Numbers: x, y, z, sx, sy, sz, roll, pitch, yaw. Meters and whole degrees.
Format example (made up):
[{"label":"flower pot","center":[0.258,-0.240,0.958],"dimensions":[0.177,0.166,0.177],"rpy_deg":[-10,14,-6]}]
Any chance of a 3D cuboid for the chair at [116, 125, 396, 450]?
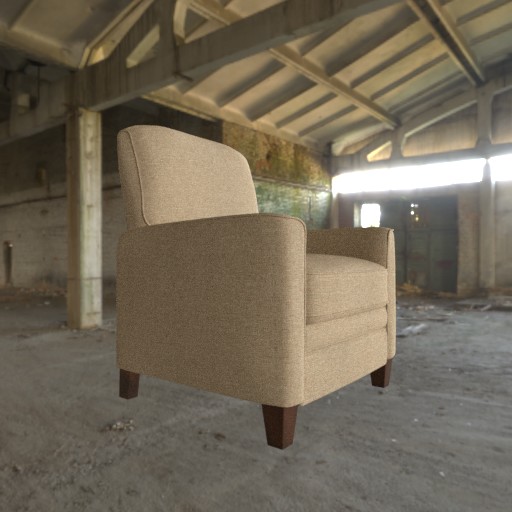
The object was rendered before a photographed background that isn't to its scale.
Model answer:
[{"label":"chair","center":[0.000,0.000,1.696],"dimensions":[0.858,1.028,0.841],"rpy_deg":[0,0,38]}]
